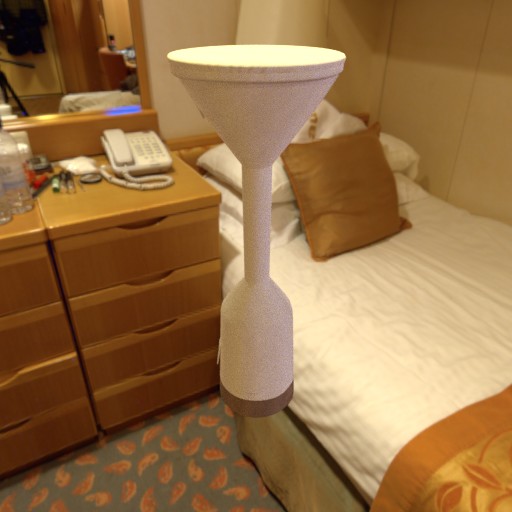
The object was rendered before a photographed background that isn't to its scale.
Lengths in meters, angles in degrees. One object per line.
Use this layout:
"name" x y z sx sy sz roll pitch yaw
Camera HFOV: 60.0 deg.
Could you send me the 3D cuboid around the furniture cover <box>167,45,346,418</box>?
"furniture cover" 0.000 0.000 2.880 0.914 2.413 0.914 7 31 13
